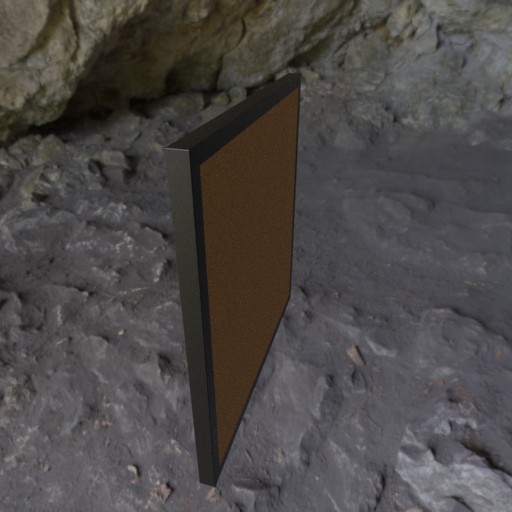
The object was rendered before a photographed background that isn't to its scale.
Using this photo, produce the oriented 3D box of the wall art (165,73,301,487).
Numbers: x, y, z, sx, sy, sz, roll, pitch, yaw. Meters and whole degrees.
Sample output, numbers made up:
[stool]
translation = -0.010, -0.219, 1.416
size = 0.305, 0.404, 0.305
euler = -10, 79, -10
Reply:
[wall art]
translation = 0.000, 0.000, 1.121
size = 0.038, 0.765, 0.765
euler = 8, 31, 14
